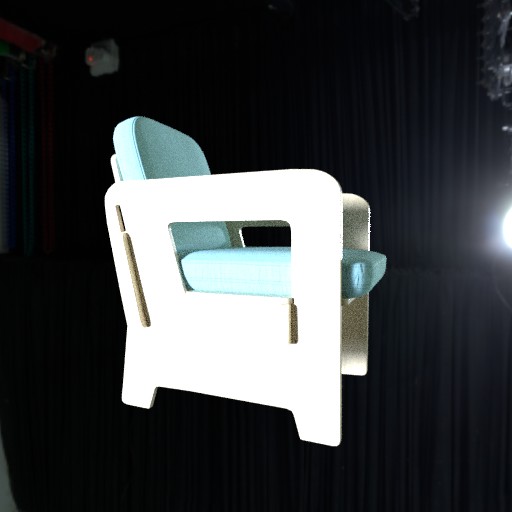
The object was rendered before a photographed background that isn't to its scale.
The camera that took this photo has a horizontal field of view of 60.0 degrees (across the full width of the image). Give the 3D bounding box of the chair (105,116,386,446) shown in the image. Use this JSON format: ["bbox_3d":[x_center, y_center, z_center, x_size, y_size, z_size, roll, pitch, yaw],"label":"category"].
[{"bbox_3d":[0.000,0.000,1.299,0.710,0.800,0.590,1,3,20],"label":"chair"}]
